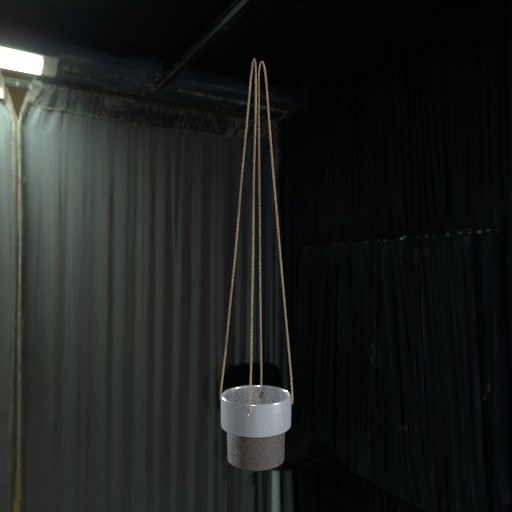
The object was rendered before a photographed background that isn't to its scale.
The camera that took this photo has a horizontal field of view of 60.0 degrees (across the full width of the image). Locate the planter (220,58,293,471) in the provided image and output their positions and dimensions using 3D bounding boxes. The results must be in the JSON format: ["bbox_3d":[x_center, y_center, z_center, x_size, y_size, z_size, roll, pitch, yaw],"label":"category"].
[{"bbox_3d":[0.000,0.000,1.192,0.187,1.073,0.187,1,-2,-35],"label":"planter"}]
